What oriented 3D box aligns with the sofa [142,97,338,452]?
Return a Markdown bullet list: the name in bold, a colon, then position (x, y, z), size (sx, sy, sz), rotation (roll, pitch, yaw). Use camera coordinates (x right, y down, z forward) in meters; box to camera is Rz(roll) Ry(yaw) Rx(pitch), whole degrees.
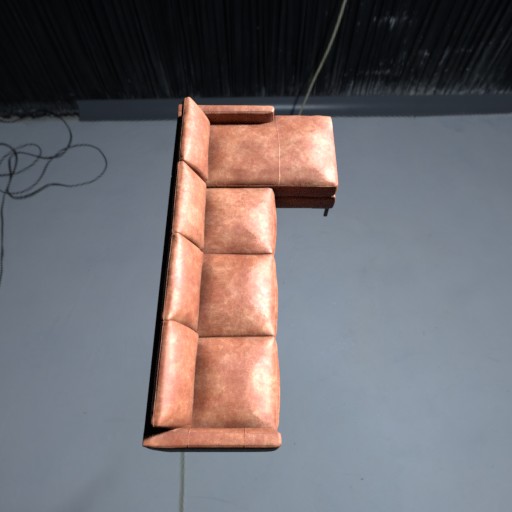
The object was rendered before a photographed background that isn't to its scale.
- **sofa**: position (0.000, 0.000, 3.698), size (1.471, 0.859, 2.993), rotation (0, 63, 0)
